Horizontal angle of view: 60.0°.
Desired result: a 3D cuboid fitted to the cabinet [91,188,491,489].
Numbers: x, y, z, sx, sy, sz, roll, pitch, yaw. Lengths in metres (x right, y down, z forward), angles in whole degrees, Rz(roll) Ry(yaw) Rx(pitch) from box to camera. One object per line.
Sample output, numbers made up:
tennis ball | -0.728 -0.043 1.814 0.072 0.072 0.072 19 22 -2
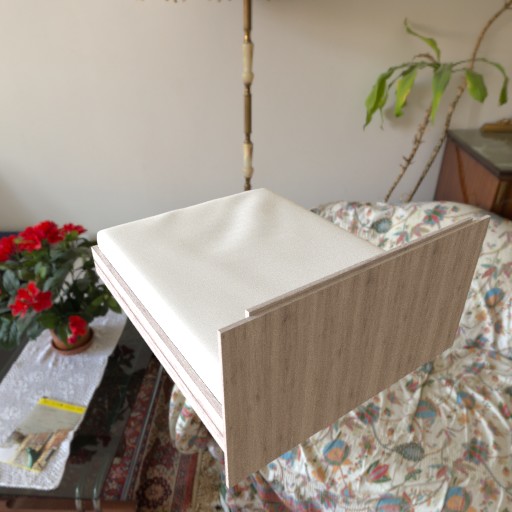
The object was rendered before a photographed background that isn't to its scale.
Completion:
cabinet | 0.000 0.000 3.018 1.750 0.970 2.080 -19 36 -29
